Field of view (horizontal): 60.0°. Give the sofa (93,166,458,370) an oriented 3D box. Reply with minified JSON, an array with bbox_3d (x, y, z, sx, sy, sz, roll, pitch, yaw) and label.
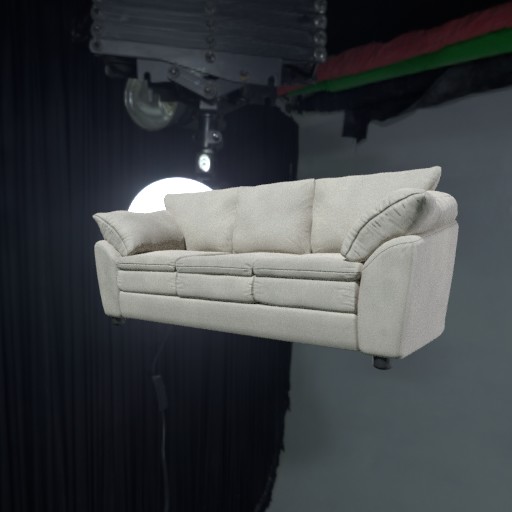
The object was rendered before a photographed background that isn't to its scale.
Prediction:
[{"bbox_3d":[0.000,0.000,2.838,2.334,0.996,0.878,1,2,36],"label":"sofa"}]
